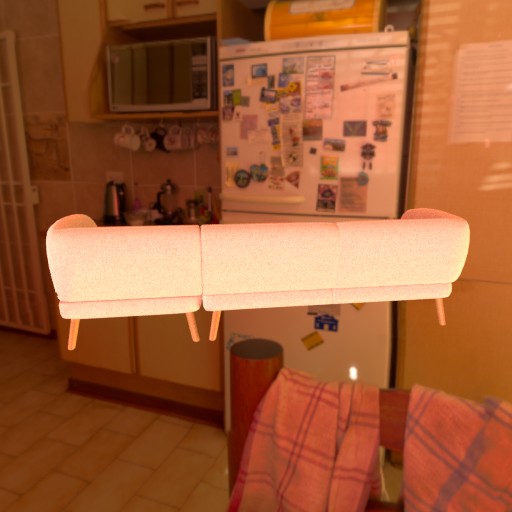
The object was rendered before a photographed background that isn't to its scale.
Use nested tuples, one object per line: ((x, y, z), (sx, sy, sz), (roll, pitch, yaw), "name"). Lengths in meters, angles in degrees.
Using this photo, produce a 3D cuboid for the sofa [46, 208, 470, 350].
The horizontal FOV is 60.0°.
((0.000, 0.000, 3.363), (2.660, 0.730, 1.610), (-2, 13, -9), "sofa")
